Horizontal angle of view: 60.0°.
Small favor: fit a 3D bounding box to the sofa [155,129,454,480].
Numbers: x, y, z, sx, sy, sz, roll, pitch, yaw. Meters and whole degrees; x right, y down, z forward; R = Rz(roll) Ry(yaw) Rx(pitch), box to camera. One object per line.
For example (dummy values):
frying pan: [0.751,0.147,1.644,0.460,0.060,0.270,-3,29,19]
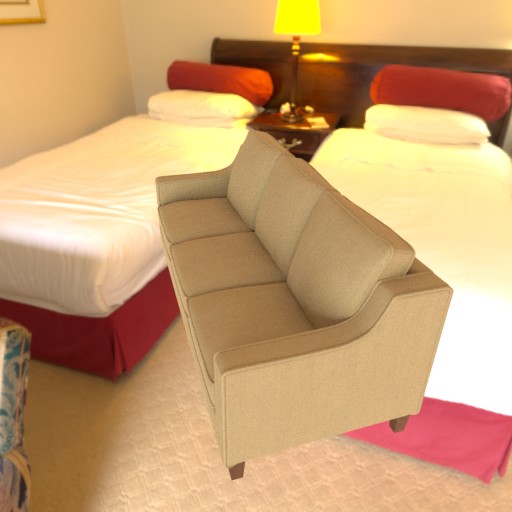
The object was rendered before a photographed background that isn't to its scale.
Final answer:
sofa: [0.000,0.000,2.493,0.911,0.974,1.986,-9,31,-15]
